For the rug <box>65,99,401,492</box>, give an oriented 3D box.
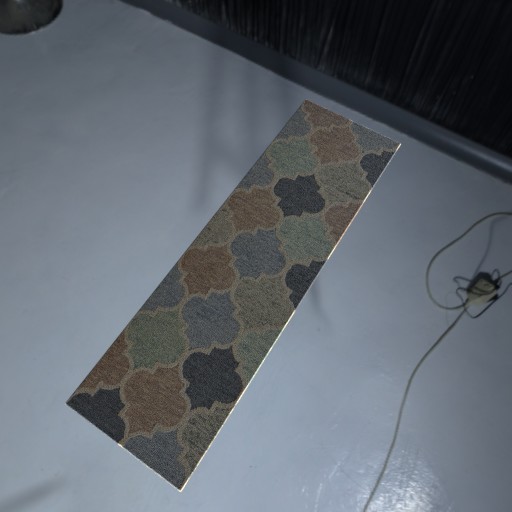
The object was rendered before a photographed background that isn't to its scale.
[{"bbox_3d":[0.000,0.000,2.436,0.687,0.011,2.287,30,68,13],"label":"rug"}]
